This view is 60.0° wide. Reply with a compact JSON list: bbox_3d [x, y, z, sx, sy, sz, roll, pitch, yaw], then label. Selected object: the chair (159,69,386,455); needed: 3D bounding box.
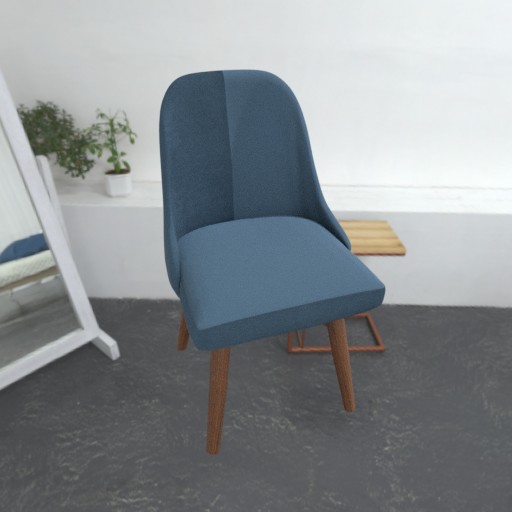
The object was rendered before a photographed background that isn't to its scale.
[{"bbox_3d":[0.000,0.000,1.238,0.503,0.882,0.589,-11,33,-17],"label":"chair"}]
